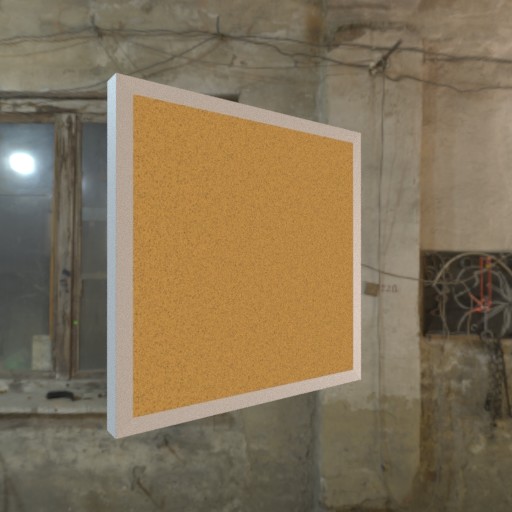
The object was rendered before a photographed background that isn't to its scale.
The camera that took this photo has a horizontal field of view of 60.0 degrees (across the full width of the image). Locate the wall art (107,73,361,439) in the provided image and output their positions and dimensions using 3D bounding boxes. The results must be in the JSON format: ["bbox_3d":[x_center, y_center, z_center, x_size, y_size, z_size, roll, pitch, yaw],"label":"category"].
[{"bbox_3d":[0.000,0.000,1.979,1.289,1.291,0.098,0,0,-36],"label":"wall art"}]
